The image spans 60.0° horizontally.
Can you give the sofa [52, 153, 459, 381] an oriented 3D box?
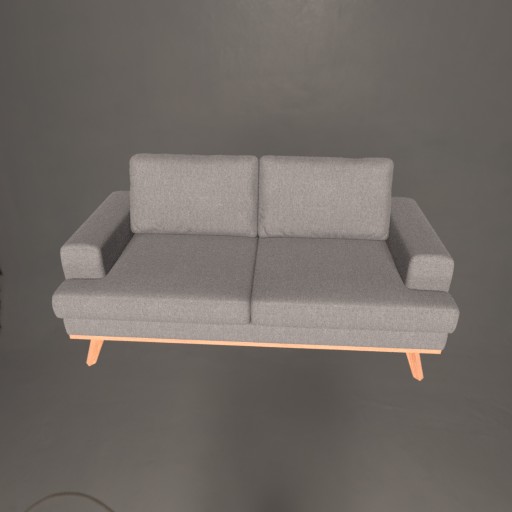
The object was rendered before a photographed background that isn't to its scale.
[{"bbox_3d":[0.000,0.000,2.084,1.650,0.810,0.785,2,30,3],"label":"sofa"}]
